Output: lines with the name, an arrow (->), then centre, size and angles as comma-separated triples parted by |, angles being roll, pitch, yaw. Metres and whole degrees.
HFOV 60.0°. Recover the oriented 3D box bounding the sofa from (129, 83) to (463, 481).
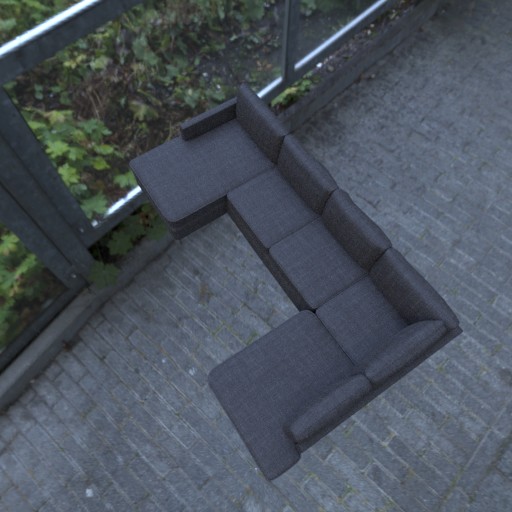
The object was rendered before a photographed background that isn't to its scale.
sofa -> 0.000, 0.000, 4.345 | 2.048, 0.999, 3.423 | -31, 68, -14
